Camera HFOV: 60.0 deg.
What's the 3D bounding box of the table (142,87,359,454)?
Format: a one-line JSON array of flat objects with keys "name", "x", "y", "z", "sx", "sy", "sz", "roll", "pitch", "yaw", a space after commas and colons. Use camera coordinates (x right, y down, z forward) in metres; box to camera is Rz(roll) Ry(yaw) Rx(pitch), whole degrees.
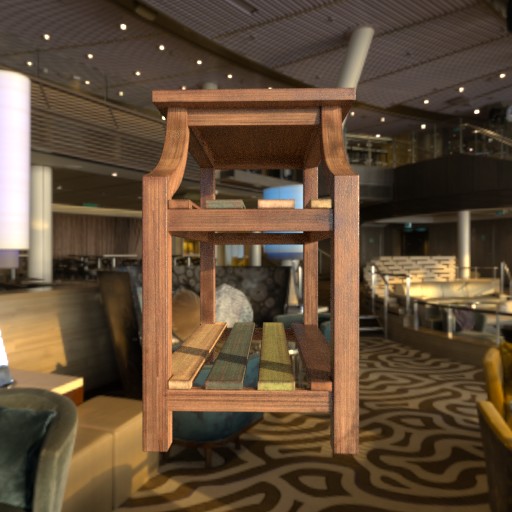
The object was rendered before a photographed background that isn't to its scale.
[{"name": "table", "x": 0.000, "y": 0.000, "z": 0.947, "sx": 0.356, "sy": 0.584, "sz": 0.609, "roll": 0, "pitch": 0, "yaw": 2}]
